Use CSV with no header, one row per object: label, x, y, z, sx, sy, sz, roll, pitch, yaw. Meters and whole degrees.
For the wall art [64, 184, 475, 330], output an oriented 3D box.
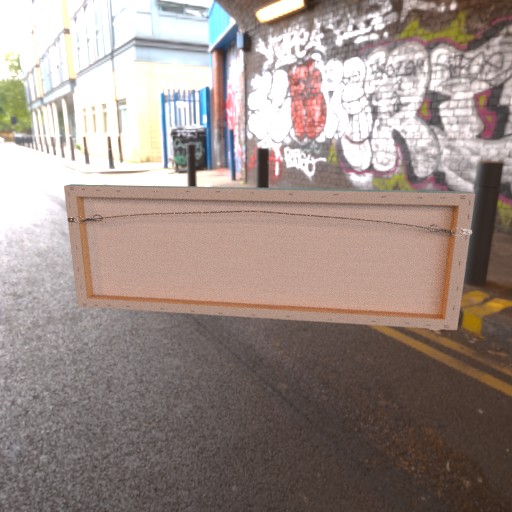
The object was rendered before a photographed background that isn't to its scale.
wall art,0.000,0.000,0.843,0.759,0.254,0.044,2,16,9
